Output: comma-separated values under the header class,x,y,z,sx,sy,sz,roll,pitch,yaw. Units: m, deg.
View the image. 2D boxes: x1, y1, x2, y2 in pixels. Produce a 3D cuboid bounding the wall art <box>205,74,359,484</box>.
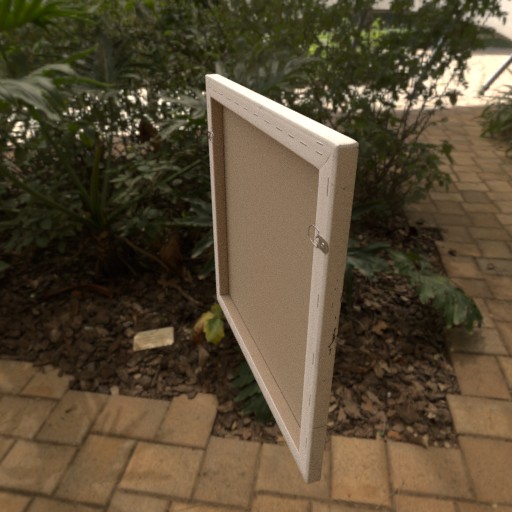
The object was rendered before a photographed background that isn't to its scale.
class,x,y,z,sx,sy,sz,roll,pitch,yaw
wall art,0.000,0.000,1.112,0.038,0.762,0.762,-10,31,-17
